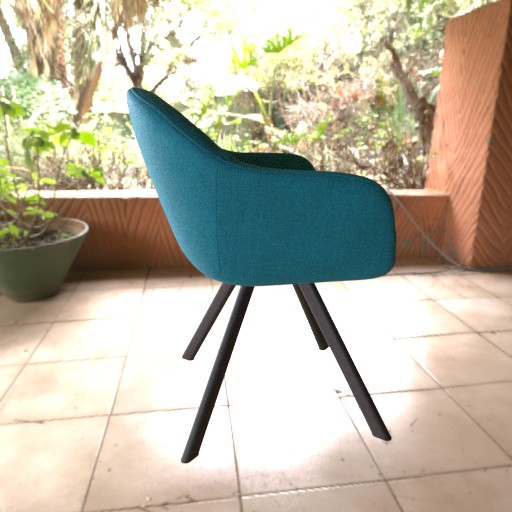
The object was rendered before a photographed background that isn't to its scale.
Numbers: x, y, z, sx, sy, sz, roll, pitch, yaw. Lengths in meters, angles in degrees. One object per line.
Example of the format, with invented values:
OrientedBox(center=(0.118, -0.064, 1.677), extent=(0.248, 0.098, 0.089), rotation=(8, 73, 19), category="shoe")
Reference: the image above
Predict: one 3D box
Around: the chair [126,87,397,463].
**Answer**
OrientedBox(center=(0.000, 0.000, 1.101), extent=(0.565, 0.775, 0.545), rotation=(-2, 16, -9), category="chair")
